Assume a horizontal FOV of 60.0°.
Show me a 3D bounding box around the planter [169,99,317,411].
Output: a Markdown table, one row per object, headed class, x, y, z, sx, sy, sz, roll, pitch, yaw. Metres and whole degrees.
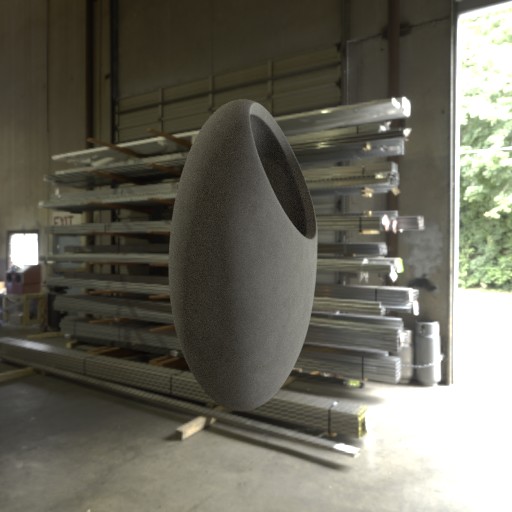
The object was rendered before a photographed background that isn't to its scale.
| class | x | y | z | sx | sy | sz | roll | pitch | yaw |
| --- | --- | --- | --- | --- | --- | --- | --- | --- | --- |
| planter | 0.000 | 0.000 | 0.283 | 0.071 | 0.188 | 0.185 | 0 | 1 | 18 |
